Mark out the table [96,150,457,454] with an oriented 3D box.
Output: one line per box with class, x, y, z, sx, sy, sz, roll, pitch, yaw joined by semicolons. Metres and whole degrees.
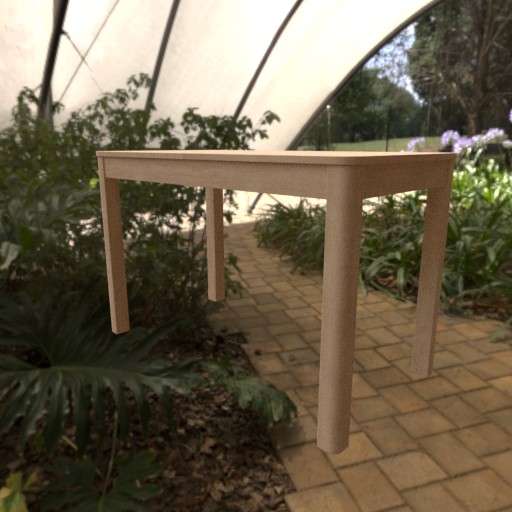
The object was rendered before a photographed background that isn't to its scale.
table;0.000;0.000;1.969;1.400;0.900;0.750;13;19;42
